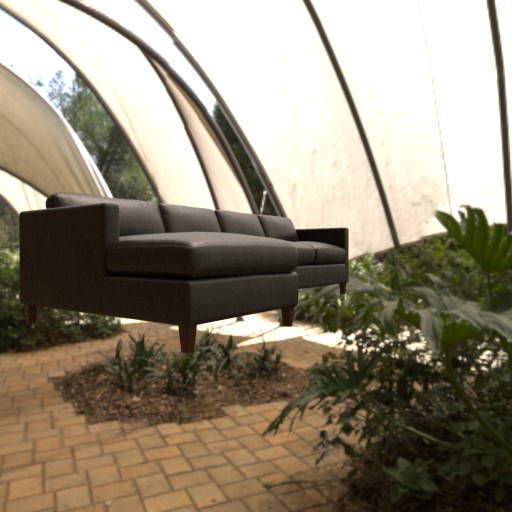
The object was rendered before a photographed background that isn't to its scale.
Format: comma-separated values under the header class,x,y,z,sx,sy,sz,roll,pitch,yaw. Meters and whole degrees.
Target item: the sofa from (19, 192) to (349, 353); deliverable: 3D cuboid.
class,x,y,z,sx,sy,sz,roll,pitch,yaw
sofa,0.000,0.000,3.770,1.581,0.883,3.203,0,1,36
